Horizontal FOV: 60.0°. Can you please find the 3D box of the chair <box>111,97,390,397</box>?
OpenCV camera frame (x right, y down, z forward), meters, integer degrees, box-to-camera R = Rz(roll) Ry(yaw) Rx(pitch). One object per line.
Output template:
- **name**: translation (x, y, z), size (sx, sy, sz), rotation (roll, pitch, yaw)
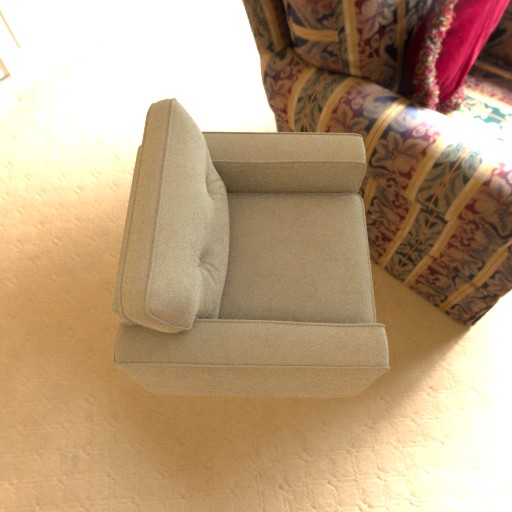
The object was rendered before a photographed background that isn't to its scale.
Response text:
- **chair**: translation (0.000, 0.000, 1.815), size (0.939, 0.965, 1.015), rotation (1, 64, 0)
